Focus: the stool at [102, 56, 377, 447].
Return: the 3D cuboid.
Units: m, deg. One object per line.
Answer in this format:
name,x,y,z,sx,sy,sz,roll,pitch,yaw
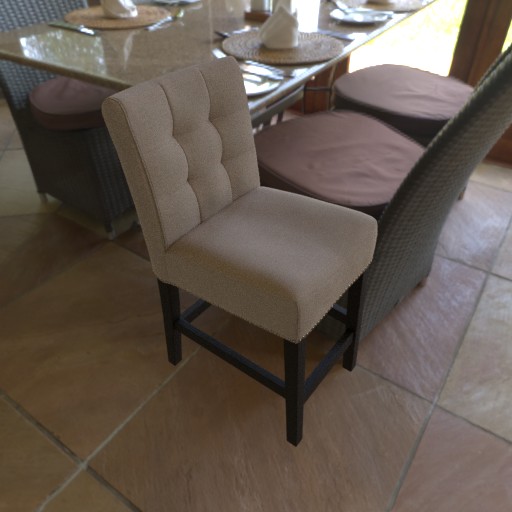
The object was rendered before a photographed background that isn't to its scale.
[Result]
stool,0.000,0.000,1.223,0.571,0.885,0.427,26,46,28
